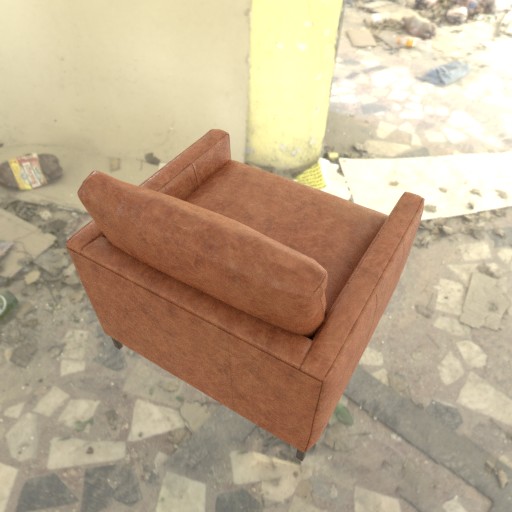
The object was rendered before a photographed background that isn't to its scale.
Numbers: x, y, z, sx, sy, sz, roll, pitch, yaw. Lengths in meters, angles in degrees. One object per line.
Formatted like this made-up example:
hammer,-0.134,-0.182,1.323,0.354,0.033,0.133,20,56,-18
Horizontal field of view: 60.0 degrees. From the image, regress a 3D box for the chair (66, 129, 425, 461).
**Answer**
chair,0.000,0.000,1.642,0.967,0.869,0.862,24,51,21
